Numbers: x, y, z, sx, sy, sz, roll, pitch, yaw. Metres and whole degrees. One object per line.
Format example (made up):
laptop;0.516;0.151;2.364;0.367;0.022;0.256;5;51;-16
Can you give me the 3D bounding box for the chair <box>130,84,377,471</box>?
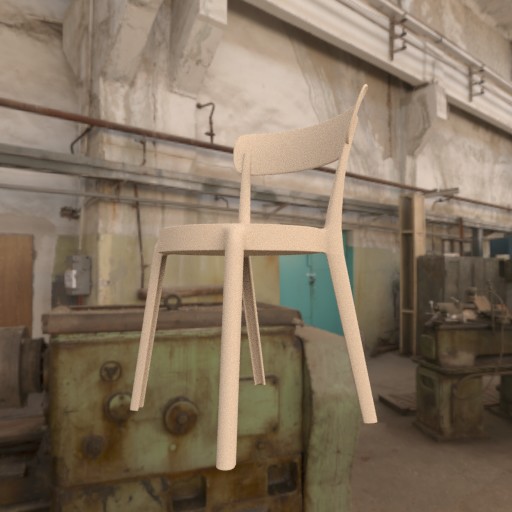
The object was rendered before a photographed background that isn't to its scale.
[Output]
chair;0.000;0.000;1.124;0.491;0.790;0.506;1;-2;-37
